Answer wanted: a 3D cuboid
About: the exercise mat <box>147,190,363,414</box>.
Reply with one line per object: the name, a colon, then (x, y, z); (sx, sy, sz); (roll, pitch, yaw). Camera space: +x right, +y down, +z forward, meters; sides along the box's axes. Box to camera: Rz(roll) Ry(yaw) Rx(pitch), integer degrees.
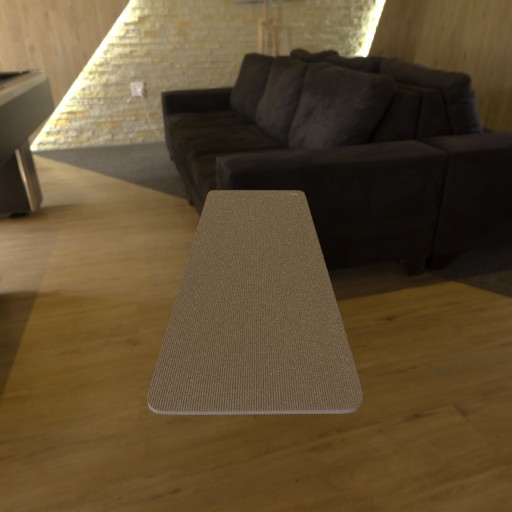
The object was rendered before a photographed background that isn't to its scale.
exercise mat: (0.000, 0.000, 2.050); (0.616, 0.021, 1.884); (0, 27, 0)
